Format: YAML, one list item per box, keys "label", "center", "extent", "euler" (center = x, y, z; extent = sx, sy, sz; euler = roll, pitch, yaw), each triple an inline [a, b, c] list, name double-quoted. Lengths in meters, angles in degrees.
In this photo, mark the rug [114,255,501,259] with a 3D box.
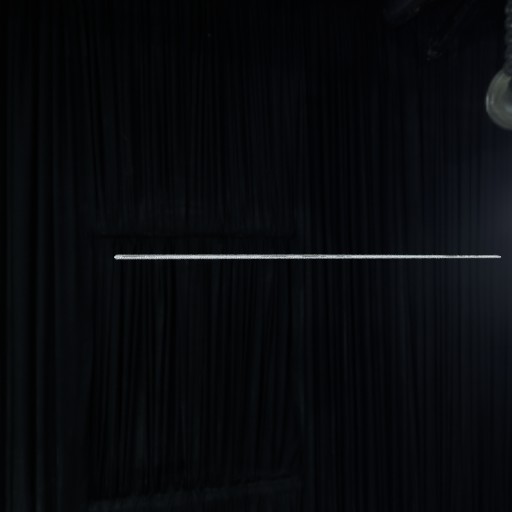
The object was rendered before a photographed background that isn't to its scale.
- label: "rug"
  center: [0.000, 0.000, 3.994]
  extent: [2.423, 0.014, 3.040]
  euler: [0, 0, -17]
